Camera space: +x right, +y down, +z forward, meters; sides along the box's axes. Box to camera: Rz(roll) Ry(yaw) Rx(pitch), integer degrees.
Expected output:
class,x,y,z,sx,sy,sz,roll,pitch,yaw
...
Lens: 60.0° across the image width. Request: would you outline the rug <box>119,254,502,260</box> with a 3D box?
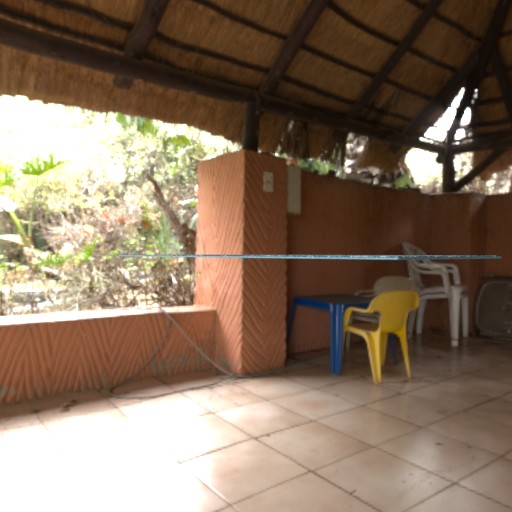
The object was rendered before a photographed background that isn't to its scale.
class,x,y,z,sx,sy,sz,roll,pitch,yaw
rug,0.000,0.000,2.346,0.662,0.011,2.196,0,0,-38
